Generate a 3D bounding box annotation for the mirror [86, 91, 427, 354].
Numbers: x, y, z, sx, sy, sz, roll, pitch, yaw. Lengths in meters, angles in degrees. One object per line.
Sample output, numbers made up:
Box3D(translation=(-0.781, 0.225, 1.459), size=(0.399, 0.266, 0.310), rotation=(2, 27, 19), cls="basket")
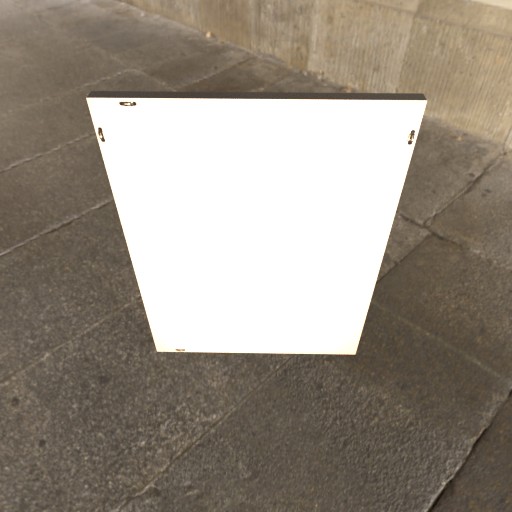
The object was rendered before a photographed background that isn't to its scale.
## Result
Box3D(translation=(0.000, 0.000, 1.357), size=(0.762, 1.016, 0.040), rotation=(1, 45, 1), cls="mirror")
